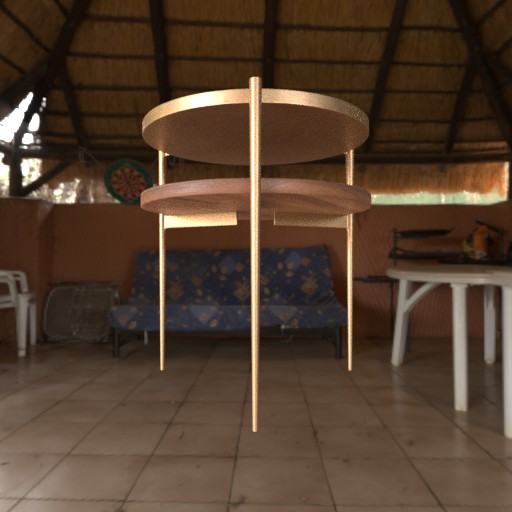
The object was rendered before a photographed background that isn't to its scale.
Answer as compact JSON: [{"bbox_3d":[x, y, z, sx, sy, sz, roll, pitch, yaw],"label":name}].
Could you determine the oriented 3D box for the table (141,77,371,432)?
[{"bbox_3d":[0.000,0.000,0.840,0.430,0.493,0.456,0,-1,0],"label":"table"}]
